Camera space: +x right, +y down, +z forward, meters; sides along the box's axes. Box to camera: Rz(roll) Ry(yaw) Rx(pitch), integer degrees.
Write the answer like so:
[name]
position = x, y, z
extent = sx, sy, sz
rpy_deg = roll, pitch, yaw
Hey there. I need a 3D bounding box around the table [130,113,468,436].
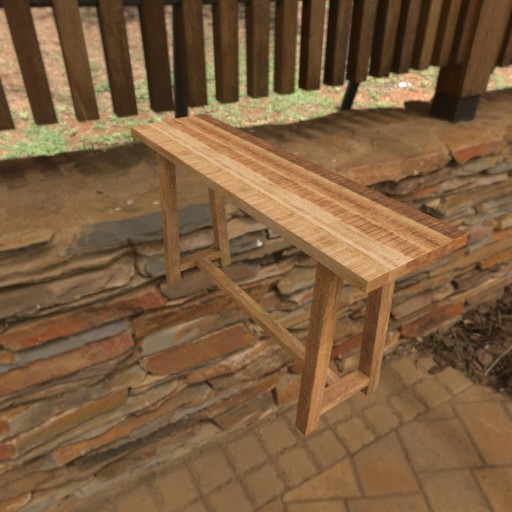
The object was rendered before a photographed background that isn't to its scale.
[table]
position = 0.000, 0.000, 1.902
extent = 0.405, 0.810, 1.524
rpy_deg = -21, 38, -29
